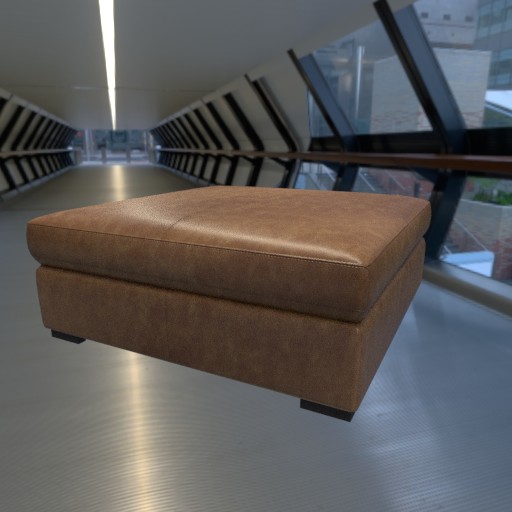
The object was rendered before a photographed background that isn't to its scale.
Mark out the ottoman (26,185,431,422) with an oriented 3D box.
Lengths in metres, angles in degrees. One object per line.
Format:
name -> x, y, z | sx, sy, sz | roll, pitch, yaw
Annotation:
ottoman -> 0.000, 0.000, 1.773 | 1.169, 0.483, 1.168 | 7, 16, 26
